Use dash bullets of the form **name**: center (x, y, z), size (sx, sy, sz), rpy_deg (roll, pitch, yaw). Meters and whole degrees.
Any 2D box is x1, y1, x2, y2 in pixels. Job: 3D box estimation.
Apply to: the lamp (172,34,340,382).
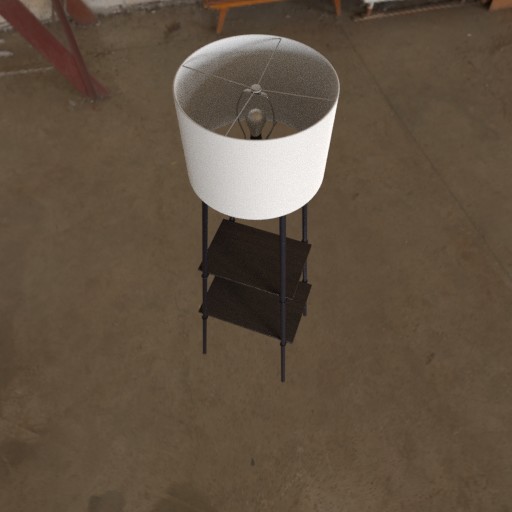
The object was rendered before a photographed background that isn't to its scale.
- **lamp**: center (0.000, 0.000, 1.623), size (0.427, 1.474, 0.384), rpy_deg (17, 59, 10)
